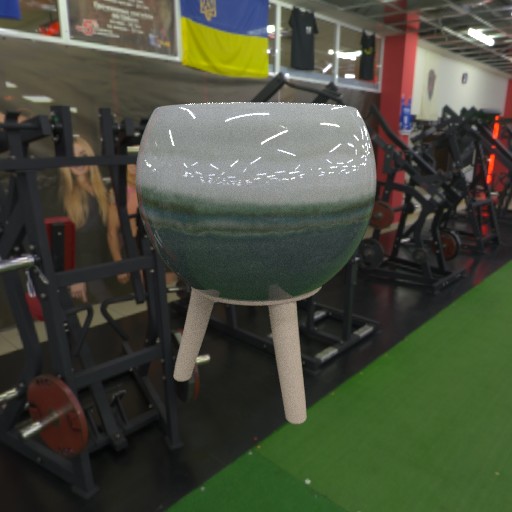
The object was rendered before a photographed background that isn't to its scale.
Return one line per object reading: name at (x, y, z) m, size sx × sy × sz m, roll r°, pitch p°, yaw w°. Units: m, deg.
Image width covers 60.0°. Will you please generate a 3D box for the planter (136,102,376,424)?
planter at (0.000, 0.000, 0.441) m, size 0.222 × 0.278 × 0.222 m, roll 0°, pitch 15°, yaw 0°
